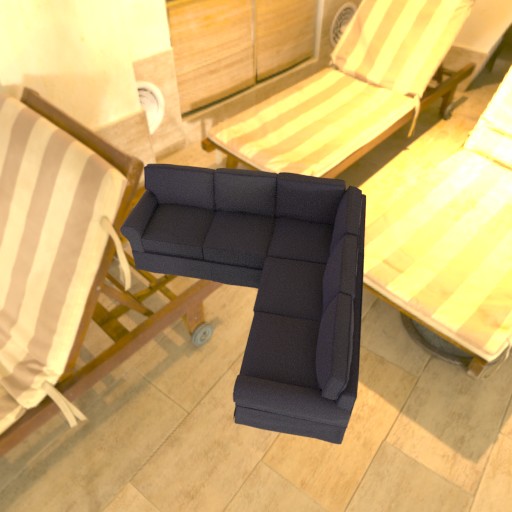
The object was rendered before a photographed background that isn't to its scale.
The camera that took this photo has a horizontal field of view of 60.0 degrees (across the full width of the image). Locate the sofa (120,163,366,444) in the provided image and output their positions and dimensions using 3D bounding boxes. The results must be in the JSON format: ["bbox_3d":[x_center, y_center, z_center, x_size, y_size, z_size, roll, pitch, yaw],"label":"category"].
[{"bbox_3d":[0.000,0.000,5.084,3.773,1.169,2.874,34,55,28],"label":"sofa"}]
